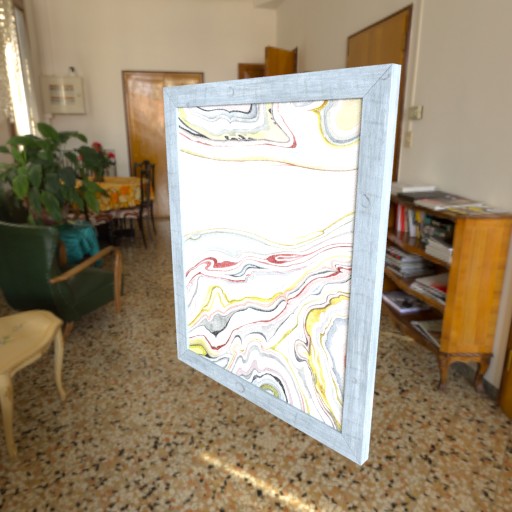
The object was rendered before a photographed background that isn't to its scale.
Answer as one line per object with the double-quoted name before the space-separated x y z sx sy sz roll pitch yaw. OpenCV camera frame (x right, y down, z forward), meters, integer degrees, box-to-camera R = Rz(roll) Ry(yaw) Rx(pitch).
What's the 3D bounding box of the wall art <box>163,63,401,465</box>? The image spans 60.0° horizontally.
"wall art" 0.000 0.000 0.780 0.479 0.582 0.022 15 22 42
